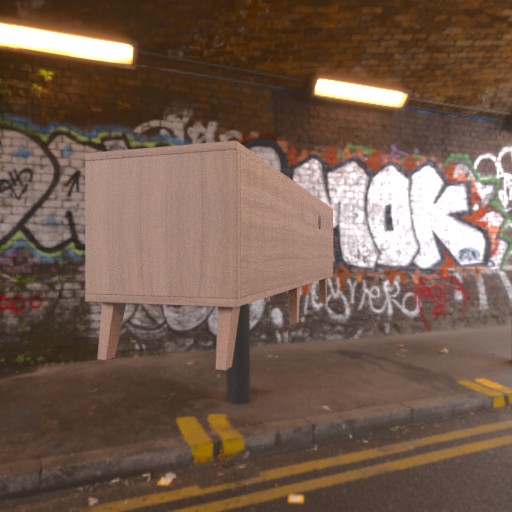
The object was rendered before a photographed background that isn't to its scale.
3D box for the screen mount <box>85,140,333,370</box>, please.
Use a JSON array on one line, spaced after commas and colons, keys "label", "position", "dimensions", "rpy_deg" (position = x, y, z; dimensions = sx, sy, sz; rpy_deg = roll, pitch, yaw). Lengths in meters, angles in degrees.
[{"label": "screen mount", "position": [0.000, 0.000, 1.742], "dimensions": [0.401, 0.509, 1.500], "rpy_deg": [0, 0, 18]}]
